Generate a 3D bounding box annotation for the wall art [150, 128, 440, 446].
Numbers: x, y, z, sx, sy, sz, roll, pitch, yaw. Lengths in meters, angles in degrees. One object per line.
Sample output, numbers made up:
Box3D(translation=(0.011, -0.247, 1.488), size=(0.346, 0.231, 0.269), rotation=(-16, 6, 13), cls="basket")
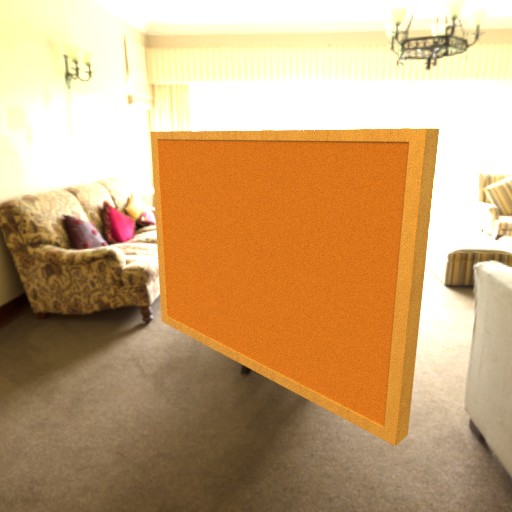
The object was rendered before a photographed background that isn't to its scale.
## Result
Box3D(translation=(0.000, 0.000, 0.696), size=(0.032, 0.380, 0.532), rotation=(-14, 21, -42), cls="wall art")
